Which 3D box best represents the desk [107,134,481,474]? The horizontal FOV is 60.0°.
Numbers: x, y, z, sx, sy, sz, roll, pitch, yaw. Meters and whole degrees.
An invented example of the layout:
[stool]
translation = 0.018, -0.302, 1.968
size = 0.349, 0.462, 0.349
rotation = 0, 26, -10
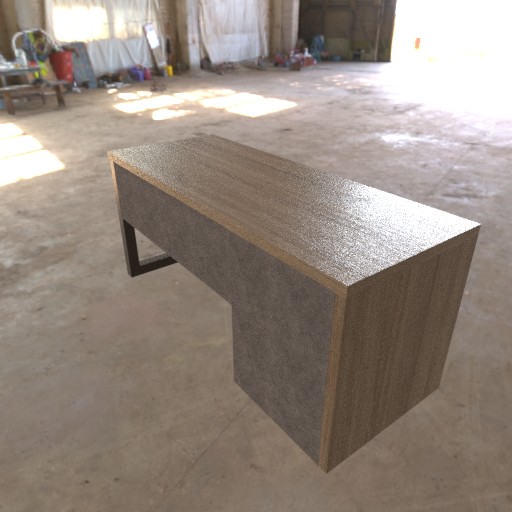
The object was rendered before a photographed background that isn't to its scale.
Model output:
[desk]
translation = 0.000, 0.000, 2.116
size = 0.690, 0.760, 1.700
rotation = -20, 34, -32
